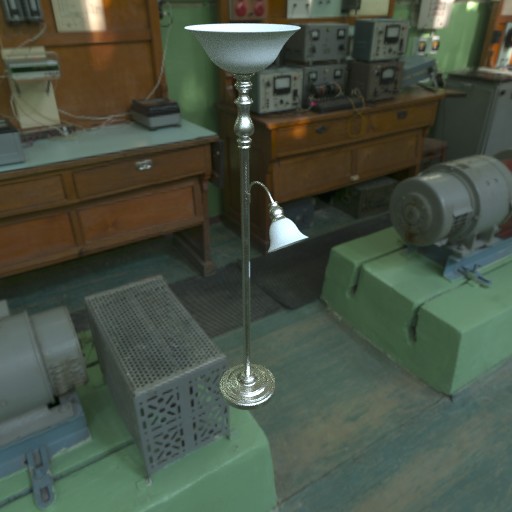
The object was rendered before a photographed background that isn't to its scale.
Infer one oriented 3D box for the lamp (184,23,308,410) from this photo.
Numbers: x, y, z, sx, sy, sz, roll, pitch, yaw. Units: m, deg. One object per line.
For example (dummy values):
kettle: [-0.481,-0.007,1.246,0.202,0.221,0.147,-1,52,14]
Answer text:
lamp: [0.000,0.000,1.951,0.405,1.785,0.575,-19,36,-29]
